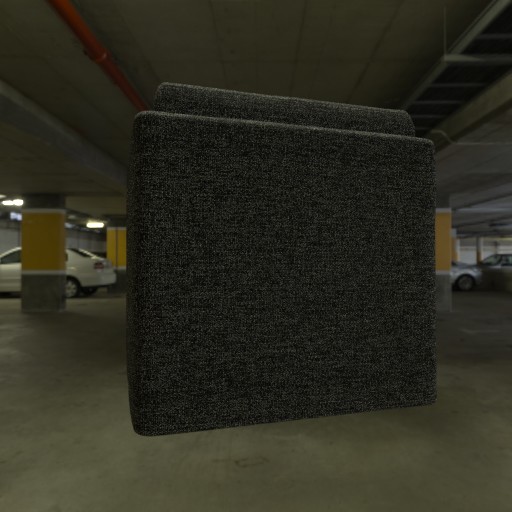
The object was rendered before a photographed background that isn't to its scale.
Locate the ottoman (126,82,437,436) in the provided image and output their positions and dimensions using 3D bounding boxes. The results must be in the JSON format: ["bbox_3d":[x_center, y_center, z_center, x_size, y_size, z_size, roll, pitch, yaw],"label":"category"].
[{"bbox_3d":[0.000,0.000,0.807,0.450,0.463,0.450,0,-1,-17],"label":"ottoman"}]
